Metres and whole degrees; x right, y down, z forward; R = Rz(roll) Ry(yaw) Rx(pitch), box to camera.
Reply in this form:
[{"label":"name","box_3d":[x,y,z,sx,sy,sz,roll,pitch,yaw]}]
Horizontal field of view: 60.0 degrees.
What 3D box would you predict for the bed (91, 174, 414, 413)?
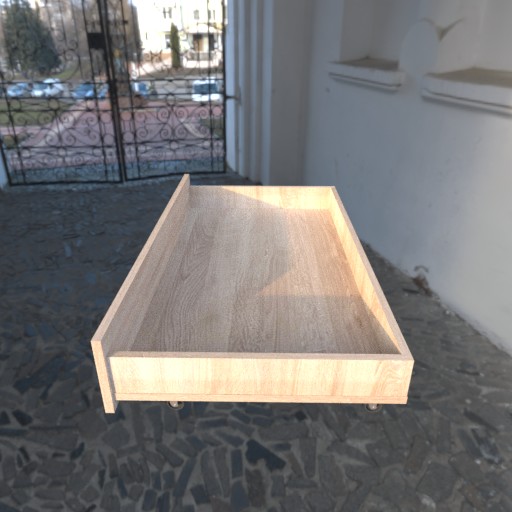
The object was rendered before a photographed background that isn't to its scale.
[{"label":"bed","box_3d":[0.000,0.000,1.485,0.685,0.209,1.200,0,27,1]}]
